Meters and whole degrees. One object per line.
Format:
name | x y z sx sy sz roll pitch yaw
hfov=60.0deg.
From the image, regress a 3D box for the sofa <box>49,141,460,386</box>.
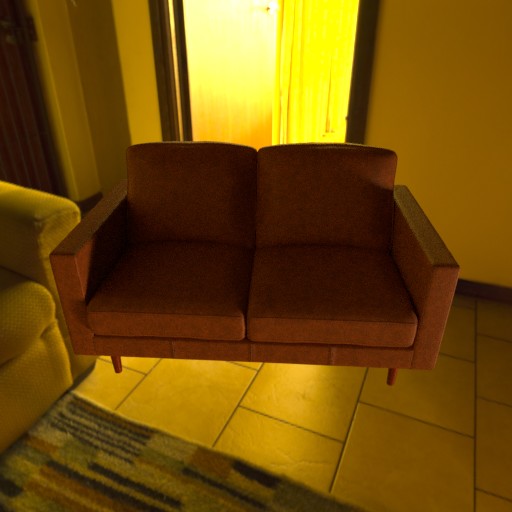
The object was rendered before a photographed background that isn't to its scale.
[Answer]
sofa | 0.000 0.000 2.144 1.578 0.951 0.909 2 29 3
